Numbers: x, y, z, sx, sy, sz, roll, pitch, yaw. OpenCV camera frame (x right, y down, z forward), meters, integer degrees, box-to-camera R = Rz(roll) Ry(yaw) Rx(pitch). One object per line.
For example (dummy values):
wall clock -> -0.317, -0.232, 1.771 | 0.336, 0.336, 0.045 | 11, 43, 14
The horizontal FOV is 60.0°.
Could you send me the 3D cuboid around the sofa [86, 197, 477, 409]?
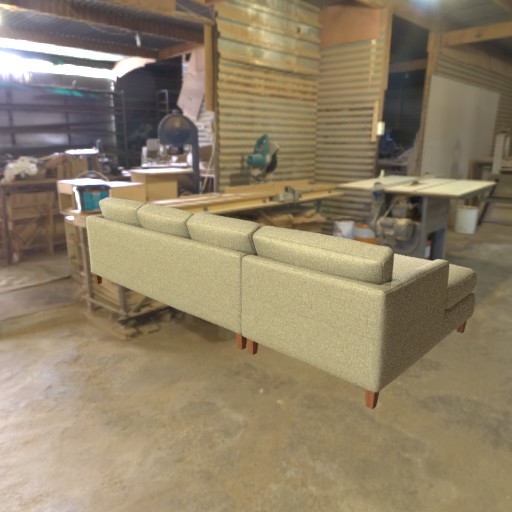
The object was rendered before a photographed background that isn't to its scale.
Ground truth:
sofa -> 0.000, 0.000, 3.799 | 3.201, 0.876, 1.502 | 14, 20, 42
